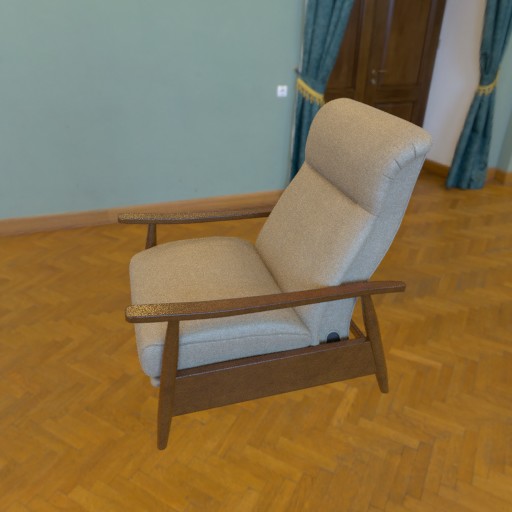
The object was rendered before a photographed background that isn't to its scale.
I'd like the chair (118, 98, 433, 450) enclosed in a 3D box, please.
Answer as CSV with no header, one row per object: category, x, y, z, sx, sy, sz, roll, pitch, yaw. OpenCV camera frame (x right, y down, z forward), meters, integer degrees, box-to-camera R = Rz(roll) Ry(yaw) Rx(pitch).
chair,0.000,0.000,1.780,1.030,1.082,0.762,-9,31,-14
